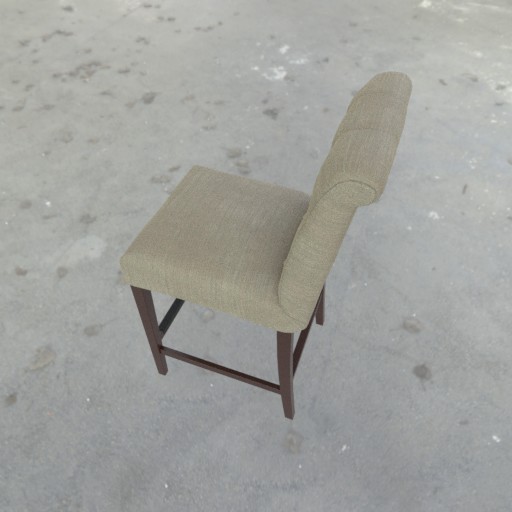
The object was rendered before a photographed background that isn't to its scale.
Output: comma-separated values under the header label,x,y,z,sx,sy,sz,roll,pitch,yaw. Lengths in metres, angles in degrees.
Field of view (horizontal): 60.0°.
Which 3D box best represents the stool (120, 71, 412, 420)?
label,x,y,z,sx,sy,sz,roll,pitch,yaw
stool,0.000,0.000,1.382,0.660,1.084,0.486,15,49,14
